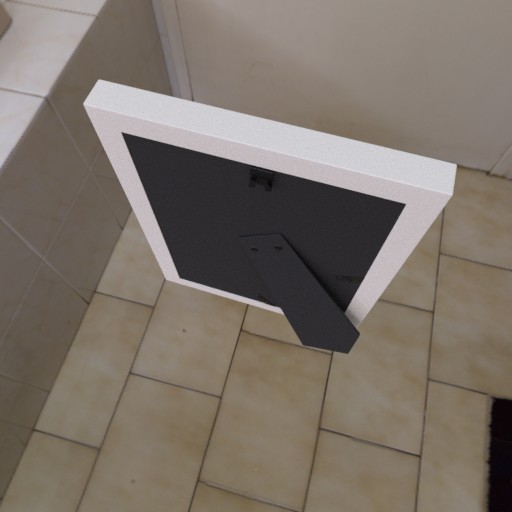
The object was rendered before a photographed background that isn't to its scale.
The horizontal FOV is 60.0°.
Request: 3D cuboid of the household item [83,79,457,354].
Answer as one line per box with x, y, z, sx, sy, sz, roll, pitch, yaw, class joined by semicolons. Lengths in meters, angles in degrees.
0.000;0.000;0.341;0.200;0.250;0.045;16;65;7;household item
